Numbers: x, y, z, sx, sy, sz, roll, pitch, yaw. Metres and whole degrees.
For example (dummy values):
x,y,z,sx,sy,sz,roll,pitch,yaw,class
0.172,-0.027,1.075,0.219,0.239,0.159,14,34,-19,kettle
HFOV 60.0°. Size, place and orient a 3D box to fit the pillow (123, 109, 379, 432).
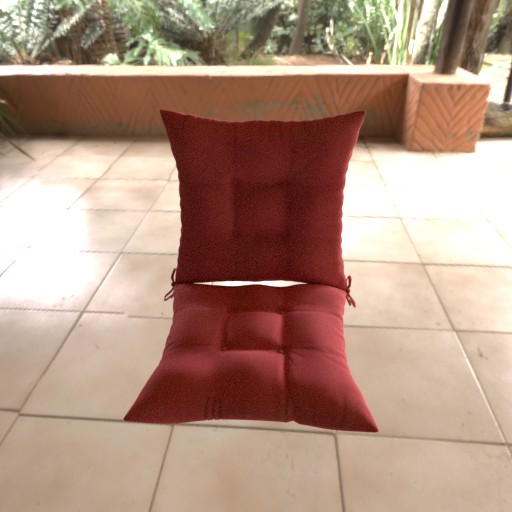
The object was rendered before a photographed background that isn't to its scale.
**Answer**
x,y,z,sx,sy,sz,roll,pitch,yaw,class
0.000,0.000,1.004,0.541,0.536,0.585,2,31,3,pillow
